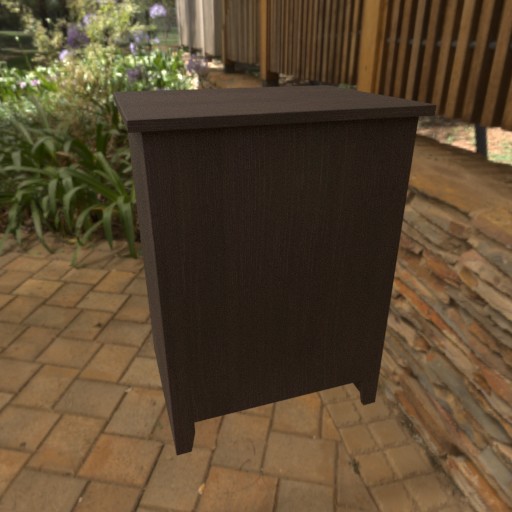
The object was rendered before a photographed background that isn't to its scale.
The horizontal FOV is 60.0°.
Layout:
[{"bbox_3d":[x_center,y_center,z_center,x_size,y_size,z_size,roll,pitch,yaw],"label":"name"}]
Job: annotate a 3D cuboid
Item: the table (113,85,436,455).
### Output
[{"bbox_3d":[0.000,0.000,0.938,0.480,0.635,0.381,-8,27,-17],"label":"table"}]
